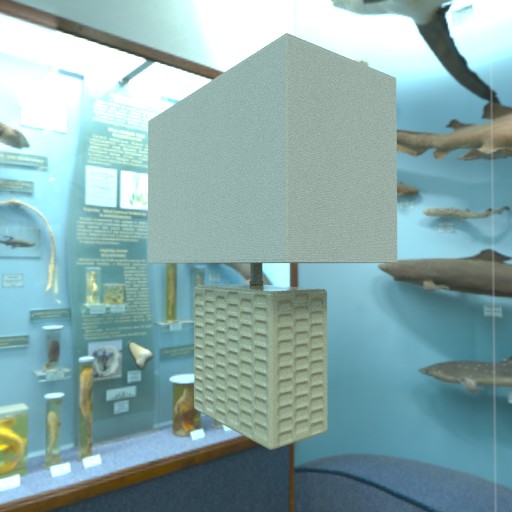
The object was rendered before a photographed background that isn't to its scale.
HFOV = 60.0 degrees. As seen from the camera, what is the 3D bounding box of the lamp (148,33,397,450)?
[{"bbox_3d":[0.000,0.000,0.698,0.200,0.515,0.380,1,-1,-37],"label":"lamp"}]
